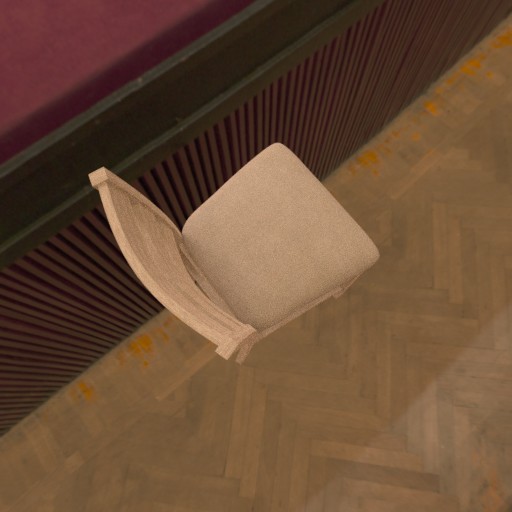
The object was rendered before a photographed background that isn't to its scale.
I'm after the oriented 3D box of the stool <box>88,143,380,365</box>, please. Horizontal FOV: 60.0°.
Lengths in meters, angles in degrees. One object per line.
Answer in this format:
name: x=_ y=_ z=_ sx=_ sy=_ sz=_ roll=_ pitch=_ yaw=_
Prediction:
stool: x=0.000 y=0.000 z=1.343 sx=0.569 sy=1.032 sz=0.484 roll=-37 pitch=77 yaw=-10
